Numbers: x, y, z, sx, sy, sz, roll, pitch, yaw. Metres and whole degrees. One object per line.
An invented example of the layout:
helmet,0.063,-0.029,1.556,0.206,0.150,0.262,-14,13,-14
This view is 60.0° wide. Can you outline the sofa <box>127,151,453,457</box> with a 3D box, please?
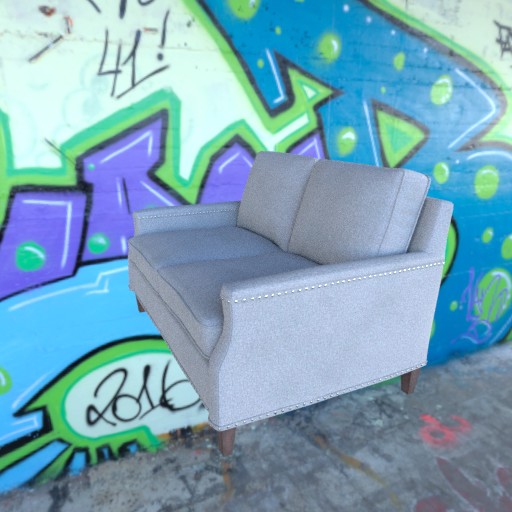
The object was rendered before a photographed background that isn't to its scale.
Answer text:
sofa,0.000,0.000,2.316,1.084,1.003,1.597,-8,18,-25
